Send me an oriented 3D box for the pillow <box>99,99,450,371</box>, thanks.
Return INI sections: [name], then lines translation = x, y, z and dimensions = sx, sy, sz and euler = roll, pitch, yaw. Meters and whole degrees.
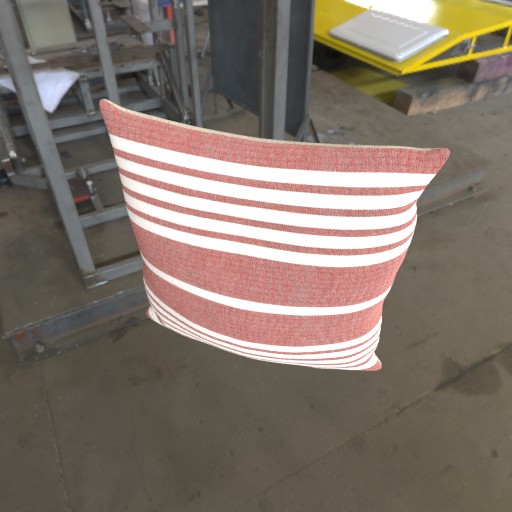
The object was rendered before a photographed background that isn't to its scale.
[pillow]
translation = 0.000, 0.000, 0.659
dimensions = 0.439, 0.427, 0.182
euler = 11, 43, 12
